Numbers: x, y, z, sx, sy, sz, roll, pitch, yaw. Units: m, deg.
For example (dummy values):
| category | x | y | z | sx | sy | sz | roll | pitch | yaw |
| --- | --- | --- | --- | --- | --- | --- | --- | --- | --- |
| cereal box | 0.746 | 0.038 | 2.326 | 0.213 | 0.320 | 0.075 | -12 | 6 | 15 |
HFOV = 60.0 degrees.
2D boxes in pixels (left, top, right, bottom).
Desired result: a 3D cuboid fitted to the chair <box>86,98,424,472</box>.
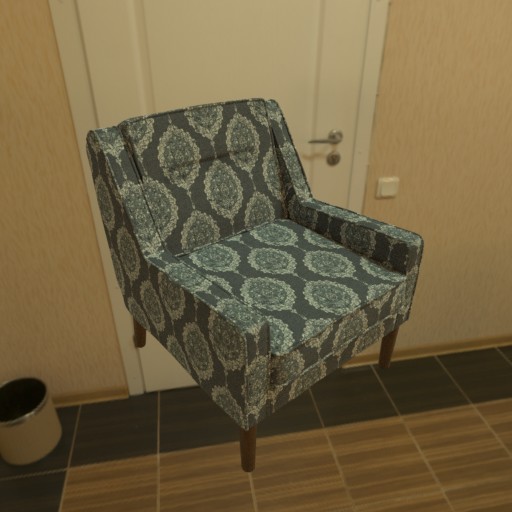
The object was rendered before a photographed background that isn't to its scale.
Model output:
| category | x | y | z | sx | sy | sz | roll | pitch | yaw |
| --- | --- | --- | --- | --- | --- | --- | --- | --- | --- |
| chair | 0.000 | 0.000 | 1.329 | 0.663 | 0.792 | 0.743 | -23 | 37 | -33 |
